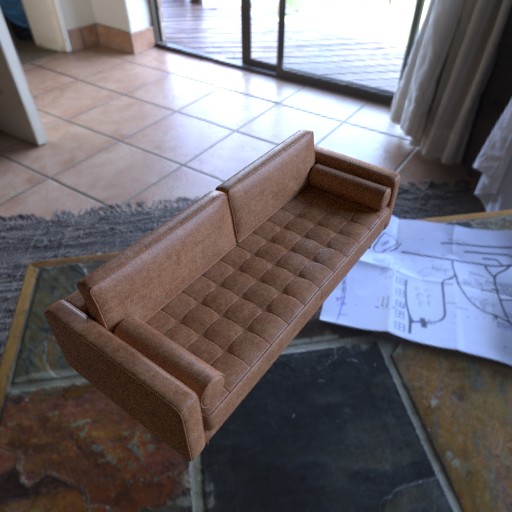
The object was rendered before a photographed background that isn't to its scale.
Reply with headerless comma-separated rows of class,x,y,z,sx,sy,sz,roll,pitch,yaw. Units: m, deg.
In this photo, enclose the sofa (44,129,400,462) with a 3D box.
sofa,0.000,0.000,2.669,0.919,0.770,2.200,26,47,26
